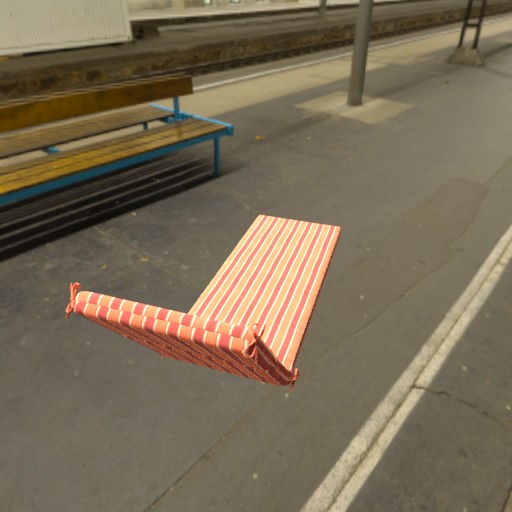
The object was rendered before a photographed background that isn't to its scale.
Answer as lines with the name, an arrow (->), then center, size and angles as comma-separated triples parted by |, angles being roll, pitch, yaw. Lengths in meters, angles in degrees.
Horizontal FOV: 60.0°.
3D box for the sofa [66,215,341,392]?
sofa -> 0.000, 0.000, 1.908 | 0.582, 0.622, 1.663 | 10, 34, 16
